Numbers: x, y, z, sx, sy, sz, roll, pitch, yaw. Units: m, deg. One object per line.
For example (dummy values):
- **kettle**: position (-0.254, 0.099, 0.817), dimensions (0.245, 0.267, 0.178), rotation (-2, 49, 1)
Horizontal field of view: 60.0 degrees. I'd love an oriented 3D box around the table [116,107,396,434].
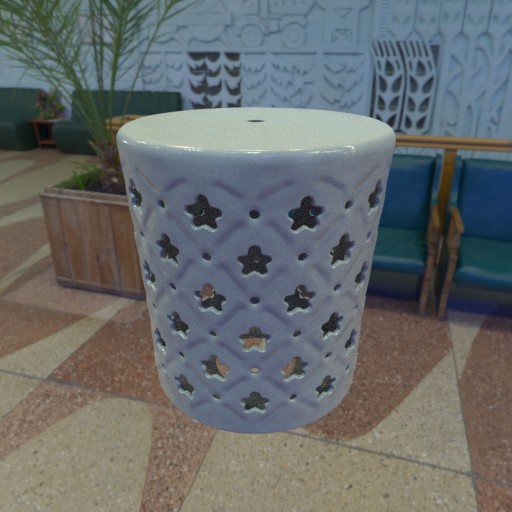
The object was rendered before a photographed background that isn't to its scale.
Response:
- **table**: position (0.000, 0.000, 0.655), dimensions (0.352, 0.387, 0.352), rotation (0, 25, 0)
